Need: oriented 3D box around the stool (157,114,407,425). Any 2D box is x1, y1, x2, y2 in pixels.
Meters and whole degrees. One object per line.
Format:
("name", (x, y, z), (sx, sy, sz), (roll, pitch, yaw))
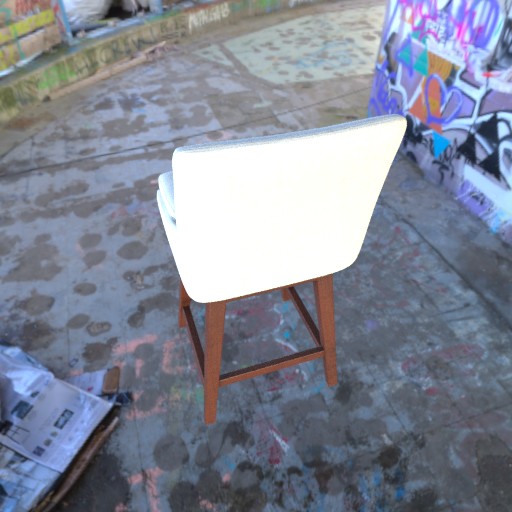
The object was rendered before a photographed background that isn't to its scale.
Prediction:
("stool", (0.000, 0.000, 1.278), (0.469, 0.991, 0.559), (-13, 43, -14))
